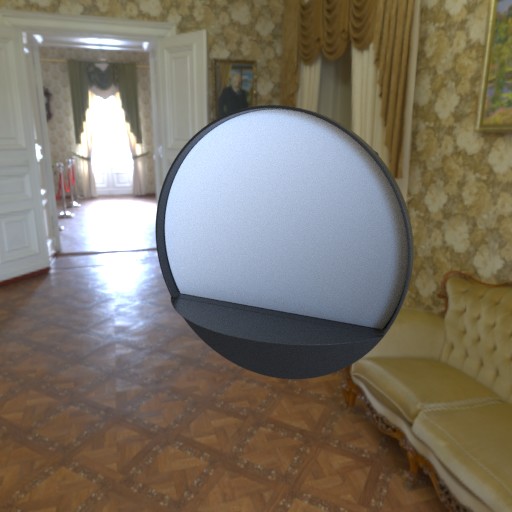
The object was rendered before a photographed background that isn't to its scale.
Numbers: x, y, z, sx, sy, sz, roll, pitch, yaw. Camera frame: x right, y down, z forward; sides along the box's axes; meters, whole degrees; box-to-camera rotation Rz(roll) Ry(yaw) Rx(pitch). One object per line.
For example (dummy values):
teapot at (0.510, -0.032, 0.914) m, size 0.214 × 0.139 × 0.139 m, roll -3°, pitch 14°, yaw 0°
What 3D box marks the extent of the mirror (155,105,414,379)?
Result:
mirror at (0.000, 0.000, 0.700) m, size 0.457 × 0.457 × 0.133 m, roll 7°, pitch 16°, yaw 25°
